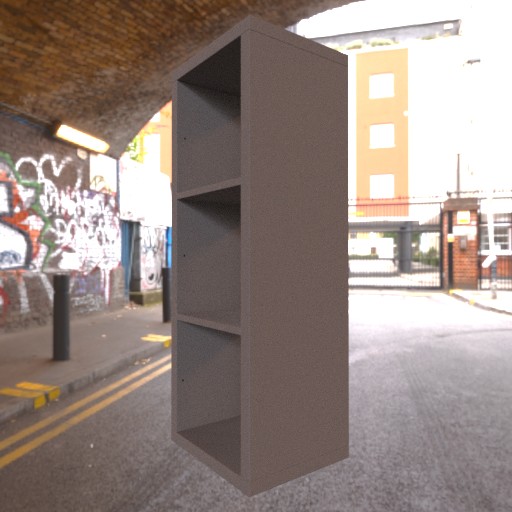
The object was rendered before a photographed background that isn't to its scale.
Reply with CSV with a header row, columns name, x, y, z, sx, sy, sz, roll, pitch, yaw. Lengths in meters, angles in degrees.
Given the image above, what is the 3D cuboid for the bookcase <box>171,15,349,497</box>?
name,x,y,z,sx,sy,sz,roll,pitch,yaw
bookcase,0.000,0.000,1.246,0.330,1.080,0.390,0,0,-37
